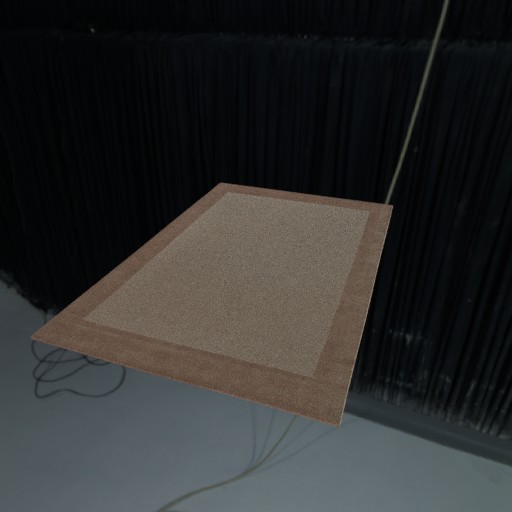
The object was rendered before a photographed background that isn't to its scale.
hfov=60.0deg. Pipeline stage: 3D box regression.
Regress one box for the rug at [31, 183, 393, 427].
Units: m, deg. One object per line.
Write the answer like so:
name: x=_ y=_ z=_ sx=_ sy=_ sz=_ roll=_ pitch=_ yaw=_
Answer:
rug: x=0.000 y=0.000 z=2.300 sx=1.219 sy=0.014 sz=1.829 roll=10 pitch=31 yaw=17
